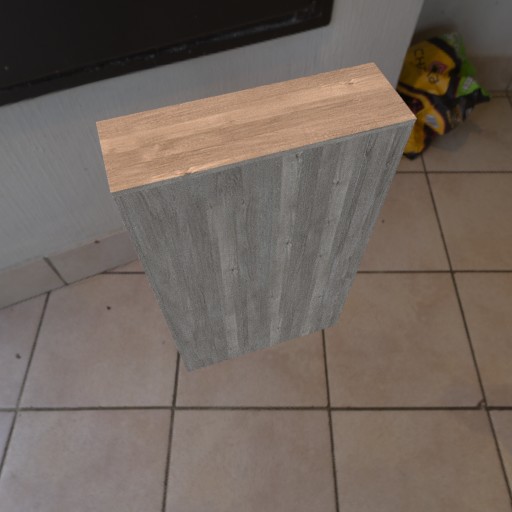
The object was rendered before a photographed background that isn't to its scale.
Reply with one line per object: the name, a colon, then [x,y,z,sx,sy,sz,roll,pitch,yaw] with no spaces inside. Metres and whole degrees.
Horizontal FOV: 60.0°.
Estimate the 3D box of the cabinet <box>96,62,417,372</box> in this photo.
cabinet: [0.000,0.000,1.632,0.750,1.280,0.250,-16,59,-10]
